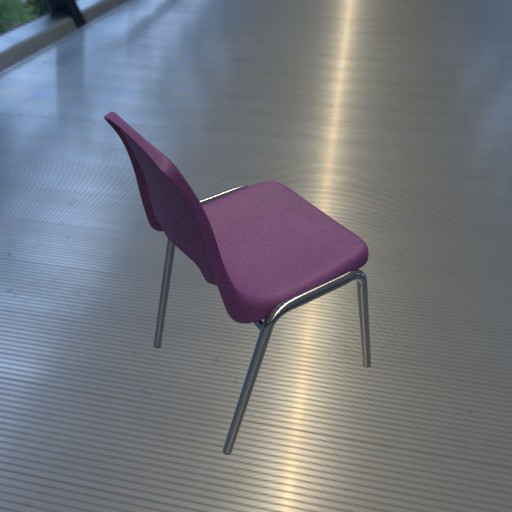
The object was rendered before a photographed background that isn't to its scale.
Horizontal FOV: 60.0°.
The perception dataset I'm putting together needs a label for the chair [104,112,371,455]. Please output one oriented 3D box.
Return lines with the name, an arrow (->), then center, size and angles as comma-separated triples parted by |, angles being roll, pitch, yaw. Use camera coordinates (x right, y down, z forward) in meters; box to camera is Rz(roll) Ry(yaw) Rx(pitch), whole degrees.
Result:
chair -> 0.000, 0.000, 0.904 | 0.432, 0.654, 0.381 | -24, 46, -26
